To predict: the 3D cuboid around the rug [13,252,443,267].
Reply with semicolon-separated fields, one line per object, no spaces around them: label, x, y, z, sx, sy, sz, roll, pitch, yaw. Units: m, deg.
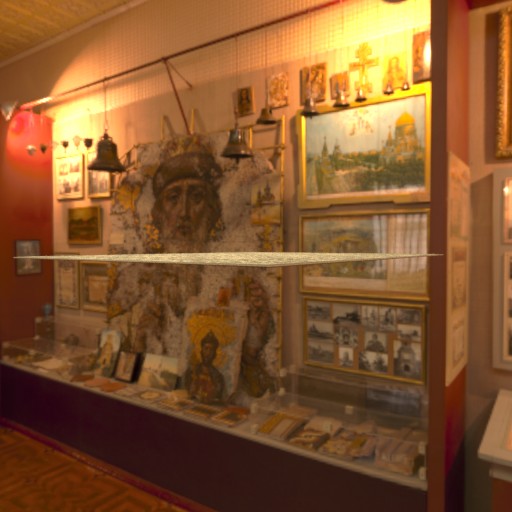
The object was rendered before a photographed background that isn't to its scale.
rug;0.000;0.000;3.840;2.363;0.012;2.980;1;2;36
